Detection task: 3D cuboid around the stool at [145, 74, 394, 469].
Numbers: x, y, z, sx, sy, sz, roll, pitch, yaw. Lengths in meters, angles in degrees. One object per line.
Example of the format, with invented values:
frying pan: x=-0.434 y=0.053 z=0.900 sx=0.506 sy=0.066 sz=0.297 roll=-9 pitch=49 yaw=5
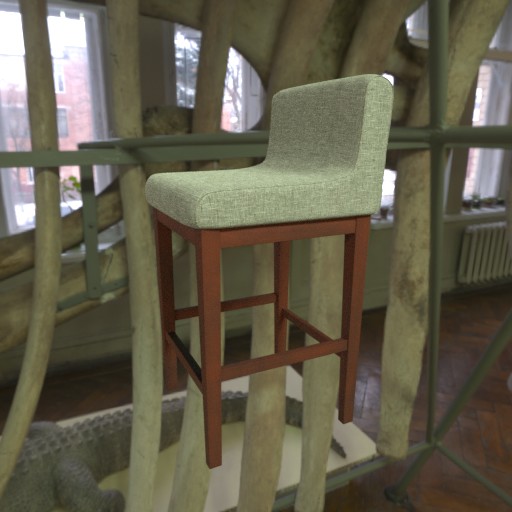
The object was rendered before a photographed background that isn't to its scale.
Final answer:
stool: x=0.000 y=0.000 z=1.112 sx=0.459 sy=0.835 sz=0.417 roll=-7 pitch=17 yaw=-25
